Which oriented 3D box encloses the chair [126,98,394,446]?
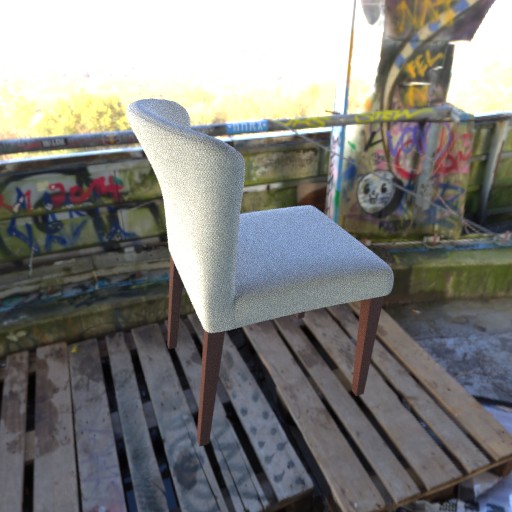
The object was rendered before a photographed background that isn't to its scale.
[{"bbox_3d":[0.000,0.000,1.233,0.589,0.839,0.491,-10,31,-18],"label":"chair"}]
